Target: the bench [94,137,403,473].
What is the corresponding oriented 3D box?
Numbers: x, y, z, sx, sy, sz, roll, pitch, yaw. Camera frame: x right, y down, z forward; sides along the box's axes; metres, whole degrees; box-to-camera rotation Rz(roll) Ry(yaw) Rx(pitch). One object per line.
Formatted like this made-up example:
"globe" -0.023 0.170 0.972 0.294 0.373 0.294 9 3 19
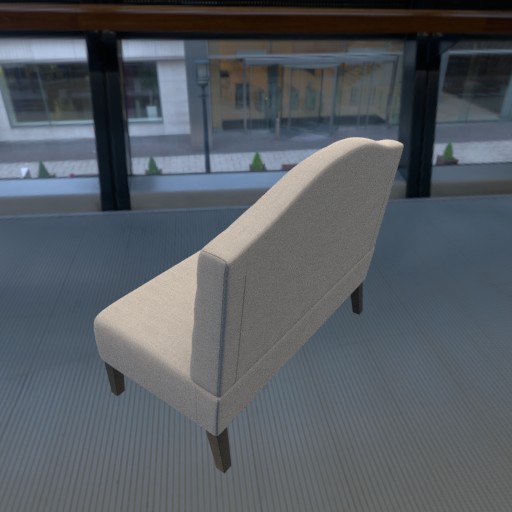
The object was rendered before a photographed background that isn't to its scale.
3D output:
"bench" 0.000 0.000 2.078 0.815 1.180 1.335 21 37 30
